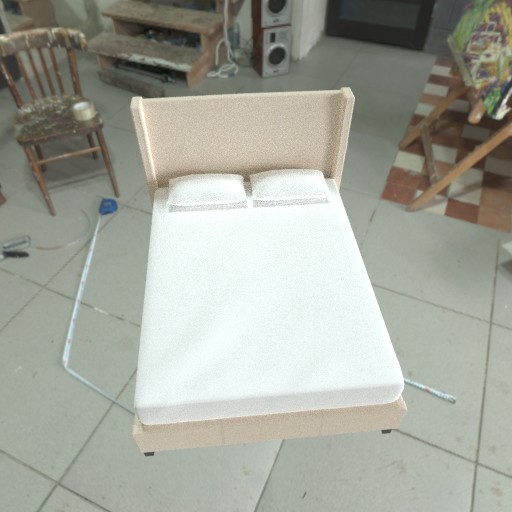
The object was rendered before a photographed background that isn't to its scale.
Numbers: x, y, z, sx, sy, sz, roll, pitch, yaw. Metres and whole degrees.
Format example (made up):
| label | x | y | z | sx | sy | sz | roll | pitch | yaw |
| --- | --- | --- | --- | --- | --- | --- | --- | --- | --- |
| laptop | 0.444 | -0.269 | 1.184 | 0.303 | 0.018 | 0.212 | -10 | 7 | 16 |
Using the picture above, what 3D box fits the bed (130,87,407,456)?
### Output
| label | x | y | z | sx | sy | sz | roll | pitch | yaw |
| --- | --- | --- | --- | --- | --- | --- | --- | --- | --- |
| bed | 0.000 | 0.000 | 3.353 | 1.778 | 1.471 | 2.293 | -4 | 47 | -4 |
